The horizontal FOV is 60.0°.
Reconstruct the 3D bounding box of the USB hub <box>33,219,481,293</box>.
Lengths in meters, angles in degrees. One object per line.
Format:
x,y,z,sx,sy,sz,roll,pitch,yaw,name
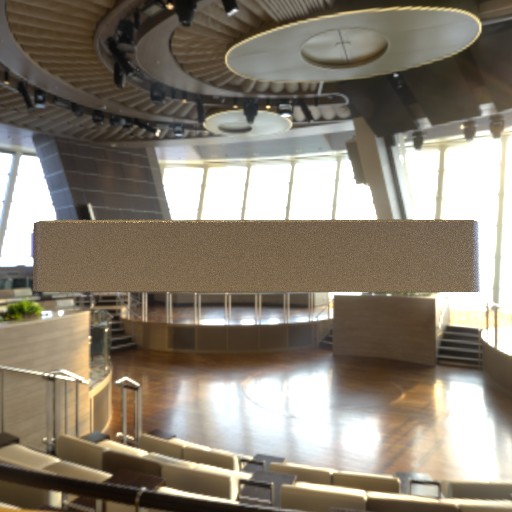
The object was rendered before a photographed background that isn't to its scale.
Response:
0.000,0.000,0.162,0.145,0.023,0.044,0,0,1,USB hub
